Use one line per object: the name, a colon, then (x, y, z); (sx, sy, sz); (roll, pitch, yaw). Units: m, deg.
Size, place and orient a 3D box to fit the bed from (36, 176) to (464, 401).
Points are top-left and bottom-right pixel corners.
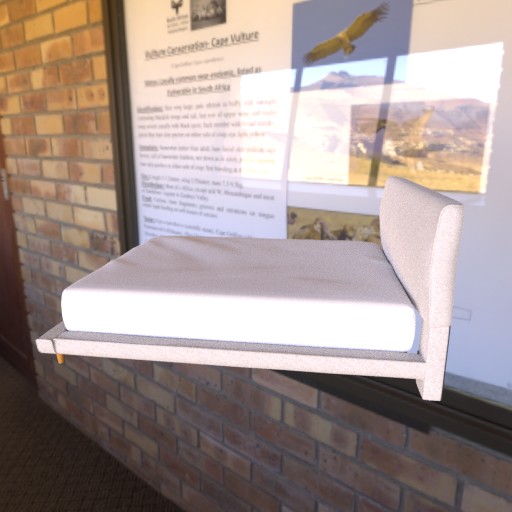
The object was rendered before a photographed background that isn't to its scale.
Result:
bed: (0.000, 0.000, 3.449); (2.498, 1.126, 1.980); (2, 15, 8)
